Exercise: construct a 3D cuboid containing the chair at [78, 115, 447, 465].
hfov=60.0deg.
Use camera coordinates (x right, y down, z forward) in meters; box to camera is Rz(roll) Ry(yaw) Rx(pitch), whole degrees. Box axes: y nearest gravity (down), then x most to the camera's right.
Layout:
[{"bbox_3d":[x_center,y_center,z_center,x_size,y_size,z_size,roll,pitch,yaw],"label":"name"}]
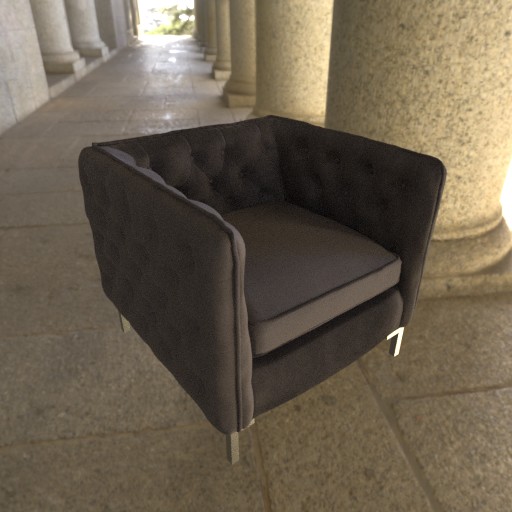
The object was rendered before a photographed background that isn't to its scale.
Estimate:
[{"bbox_3d":[0.000,0.000,1.655,0.946,0.807,0.913,-21,36,-32],"label":"chair"}]
